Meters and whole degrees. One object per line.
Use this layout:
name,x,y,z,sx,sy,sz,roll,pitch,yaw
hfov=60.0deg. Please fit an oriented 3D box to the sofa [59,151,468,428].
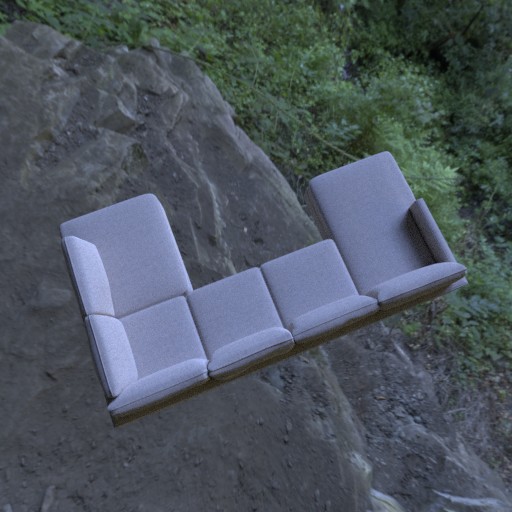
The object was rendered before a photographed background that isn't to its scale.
sofa,0.000,0.000,4.321,3.423,0.996,2.021,-21,75,-6
